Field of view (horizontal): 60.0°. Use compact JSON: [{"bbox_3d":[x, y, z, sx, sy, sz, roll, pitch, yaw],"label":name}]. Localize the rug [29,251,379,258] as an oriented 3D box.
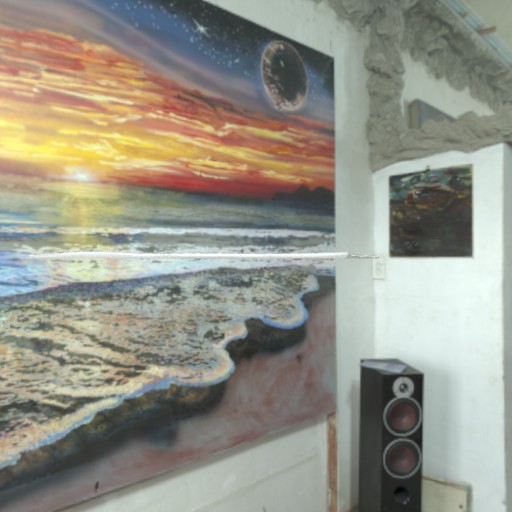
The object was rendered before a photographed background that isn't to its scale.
[{"bbox_3d":[0.000,0.000,3.066,1.537,0.036,2.447,0,0,18],"label":"rug"}]
